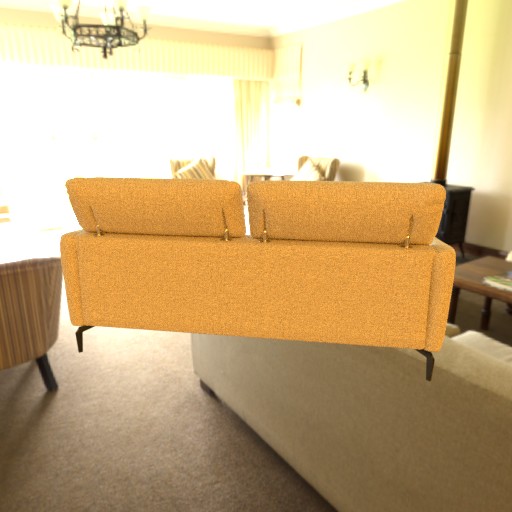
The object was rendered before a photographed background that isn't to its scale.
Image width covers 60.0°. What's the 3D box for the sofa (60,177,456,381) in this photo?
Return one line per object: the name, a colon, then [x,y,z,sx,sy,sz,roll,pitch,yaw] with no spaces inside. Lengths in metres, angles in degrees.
sofa: [0.000,0.000,2.540,2.015,0.956,0.856,3,17,8]
